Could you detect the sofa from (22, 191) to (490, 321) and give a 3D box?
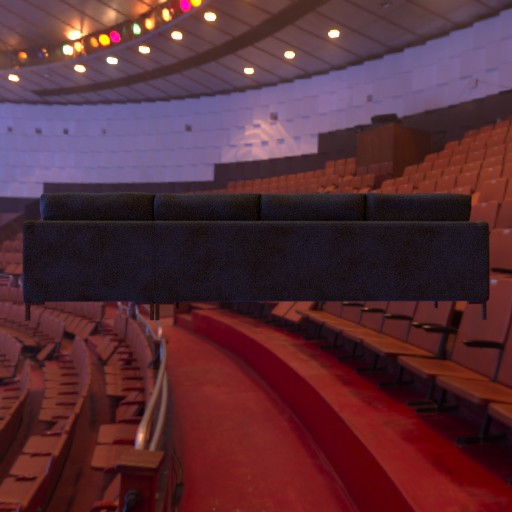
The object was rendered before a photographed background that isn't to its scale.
[{"bbox_3d":[0.000,0.000,3.150,2.725,0.756,1.255,0,-1,-1],"label":"sofa"}]
